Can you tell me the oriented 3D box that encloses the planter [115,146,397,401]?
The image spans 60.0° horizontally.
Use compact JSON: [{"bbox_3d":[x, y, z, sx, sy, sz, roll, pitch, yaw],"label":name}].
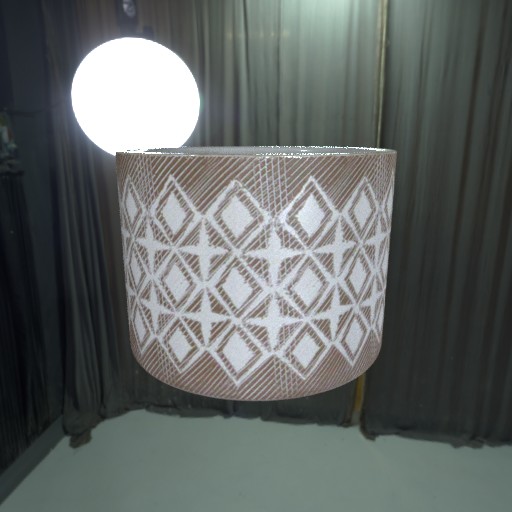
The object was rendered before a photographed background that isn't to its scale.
[{"bbox_3d":[0.000,0.000,0.222,0.126,0.104,0.126,0,15,0],"label":"planter"}]
